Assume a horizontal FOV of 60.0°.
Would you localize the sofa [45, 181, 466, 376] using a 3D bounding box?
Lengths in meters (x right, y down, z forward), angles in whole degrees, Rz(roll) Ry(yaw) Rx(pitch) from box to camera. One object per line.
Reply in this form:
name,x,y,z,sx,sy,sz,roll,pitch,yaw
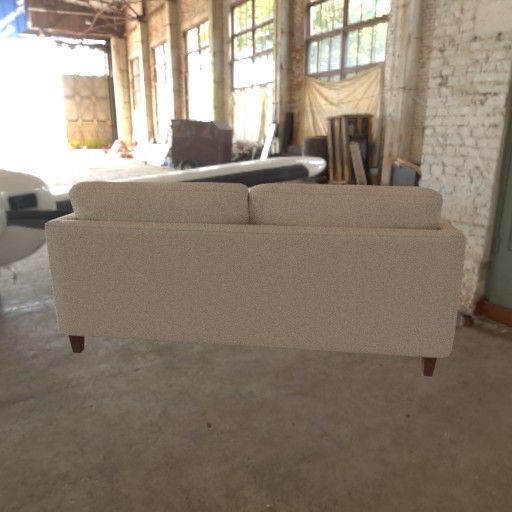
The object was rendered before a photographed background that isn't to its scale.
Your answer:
sofa,0.000,0.000,2.539,1.981,0.889,0.965,2,16,7
